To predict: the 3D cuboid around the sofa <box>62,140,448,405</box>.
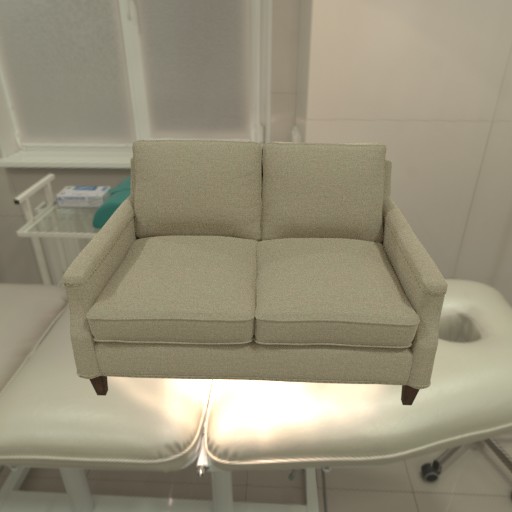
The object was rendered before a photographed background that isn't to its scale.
[{"bbox_3d":[0.000,0.000,2.267,1.597,1.003,1.084,1,29,2],"label":"sofa"}]
